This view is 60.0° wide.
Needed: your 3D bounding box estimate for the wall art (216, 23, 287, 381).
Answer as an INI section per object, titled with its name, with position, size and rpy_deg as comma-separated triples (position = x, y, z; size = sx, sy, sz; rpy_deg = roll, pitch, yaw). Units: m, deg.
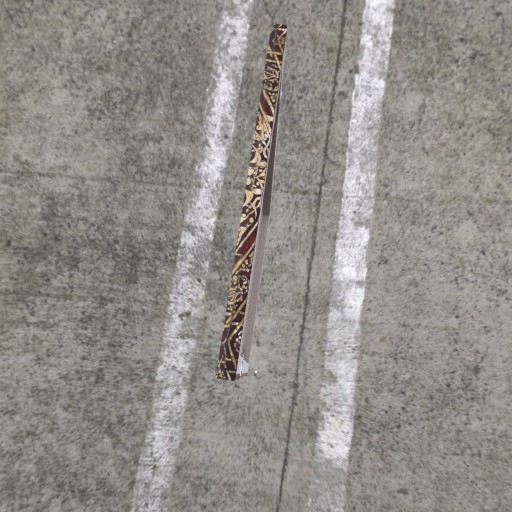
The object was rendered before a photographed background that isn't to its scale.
[wall art]
position = 0.000, 0.000, 1.130
size = 0.030, 0.904, 0.599
rpy_deg = 8, 75, 2
